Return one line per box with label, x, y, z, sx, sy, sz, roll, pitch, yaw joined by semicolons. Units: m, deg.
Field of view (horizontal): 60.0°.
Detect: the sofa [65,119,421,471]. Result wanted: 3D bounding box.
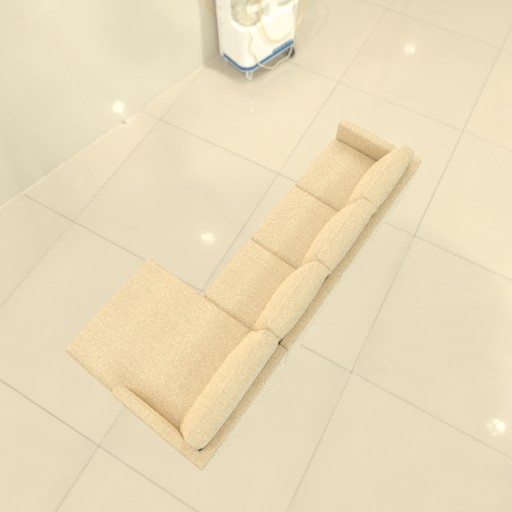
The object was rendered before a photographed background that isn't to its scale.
sofa;0.000;0.000;4.235;1.603;0.954;3.471;34;69;15
